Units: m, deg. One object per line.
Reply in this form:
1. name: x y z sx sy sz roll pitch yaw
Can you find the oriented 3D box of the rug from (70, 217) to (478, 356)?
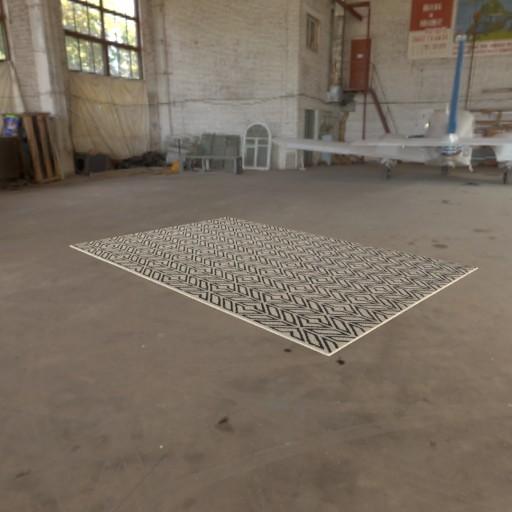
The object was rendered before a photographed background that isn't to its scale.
1. rug: 0.000 0.000 2.356 1.828 0.007 1.220 15 22 43
